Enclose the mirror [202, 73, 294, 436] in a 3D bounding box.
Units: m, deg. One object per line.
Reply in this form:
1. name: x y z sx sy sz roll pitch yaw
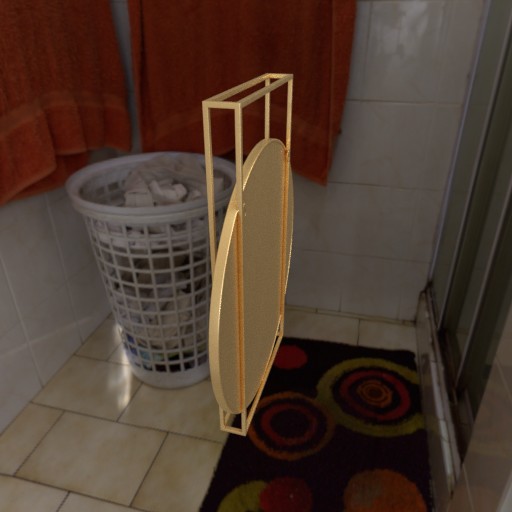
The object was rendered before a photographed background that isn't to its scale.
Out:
1. mirror: 0.000 0.000 0.832 0.051 0.603 0.508 8 30 14
